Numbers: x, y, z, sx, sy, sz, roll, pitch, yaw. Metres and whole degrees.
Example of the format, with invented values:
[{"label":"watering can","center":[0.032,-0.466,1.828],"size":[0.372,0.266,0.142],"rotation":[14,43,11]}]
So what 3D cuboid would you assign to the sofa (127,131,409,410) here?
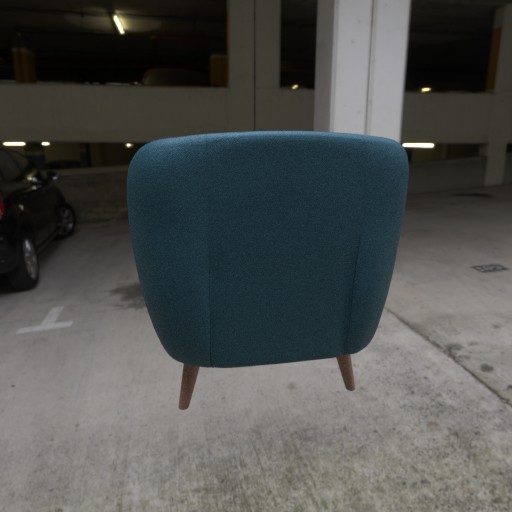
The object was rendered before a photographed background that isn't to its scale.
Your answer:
[{"label":"sofa","center":[0.000,0.000,1.530],"size":[0.836,0.817,0.825],"rotation":[-3,15,-11]}]
